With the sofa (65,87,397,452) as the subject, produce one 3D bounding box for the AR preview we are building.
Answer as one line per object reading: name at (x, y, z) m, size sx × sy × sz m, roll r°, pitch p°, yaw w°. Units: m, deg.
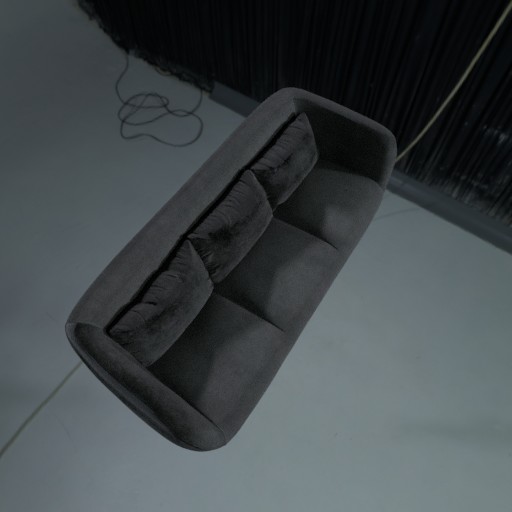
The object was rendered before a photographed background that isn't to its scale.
sofa at (0.000, 0.000, 2.768) m, size 0.956 × 0.875 × 2.296 m, roll 29°, pitch 63°, yaw 16°
